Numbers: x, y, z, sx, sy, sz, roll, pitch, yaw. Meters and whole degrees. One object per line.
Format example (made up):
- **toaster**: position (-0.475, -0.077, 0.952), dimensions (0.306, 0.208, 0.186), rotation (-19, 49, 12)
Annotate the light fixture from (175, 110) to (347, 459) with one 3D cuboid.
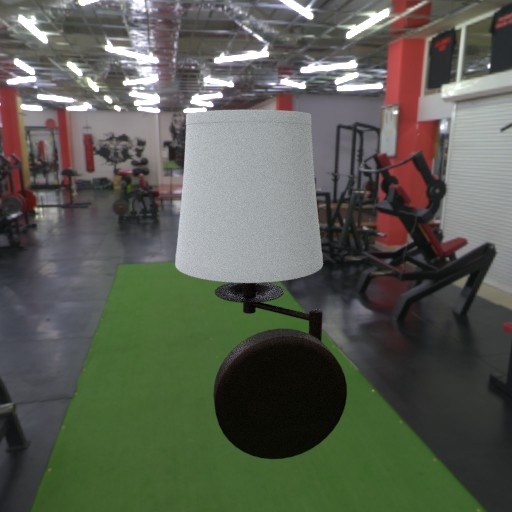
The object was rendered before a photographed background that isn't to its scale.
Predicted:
- **light fixture**: position (0.000, 0.000, 0.276), dimensions (0.100, 0.172, 0.157), rotation (-2, 13, -9)
